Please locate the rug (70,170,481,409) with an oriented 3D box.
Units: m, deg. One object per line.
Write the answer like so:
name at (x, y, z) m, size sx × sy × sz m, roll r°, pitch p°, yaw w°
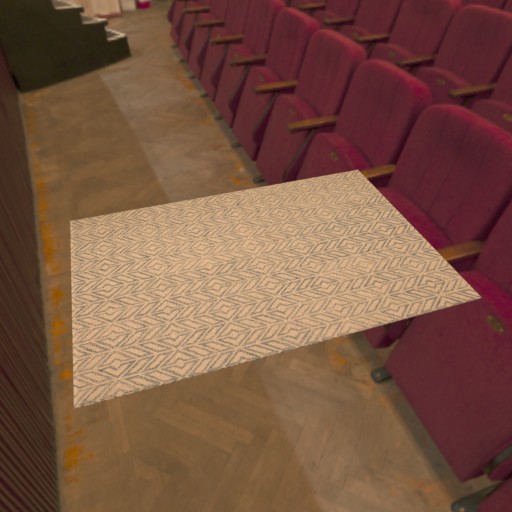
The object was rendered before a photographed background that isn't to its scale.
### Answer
rug at (0.000, 0.000, 2.299) m, size 1.824 × 0.008 × 1.220 m, roll -12°, pitch 43°, yaw -13°
